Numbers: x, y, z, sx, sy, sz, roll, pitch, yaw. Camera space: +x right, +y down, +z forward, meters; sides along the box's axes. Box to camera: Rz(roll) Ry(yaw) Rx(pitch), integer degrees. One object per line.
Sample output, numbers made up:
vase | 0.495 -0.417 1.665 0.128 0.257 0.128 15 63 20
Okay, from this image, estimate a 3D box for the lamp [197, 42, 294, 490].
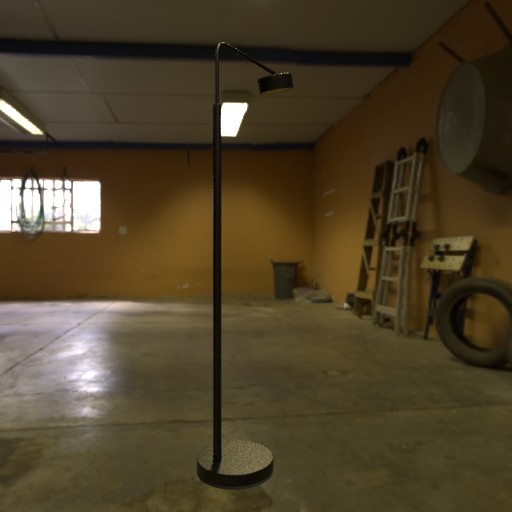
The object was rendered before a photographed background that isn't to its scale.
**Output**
lamp | 0.000 0.000 1.353 0.219 1.230 0.418 0 0 37
